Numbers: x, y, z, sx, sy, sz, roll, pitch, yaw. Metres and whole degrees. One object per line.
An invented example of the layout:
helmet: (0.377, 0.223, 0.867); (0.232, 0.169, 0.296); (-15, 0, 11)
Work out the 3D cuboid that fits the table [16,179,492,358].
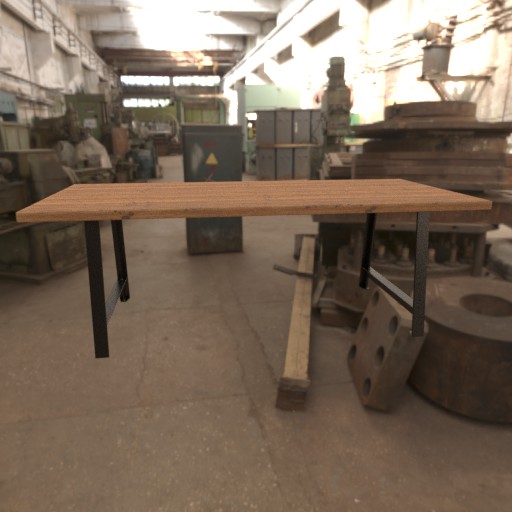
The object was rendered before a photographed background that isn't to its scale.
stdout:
table: (0.000, 0.000, 2.602); (2.200, 0.757, 1.000); (-2, 16, -8)
